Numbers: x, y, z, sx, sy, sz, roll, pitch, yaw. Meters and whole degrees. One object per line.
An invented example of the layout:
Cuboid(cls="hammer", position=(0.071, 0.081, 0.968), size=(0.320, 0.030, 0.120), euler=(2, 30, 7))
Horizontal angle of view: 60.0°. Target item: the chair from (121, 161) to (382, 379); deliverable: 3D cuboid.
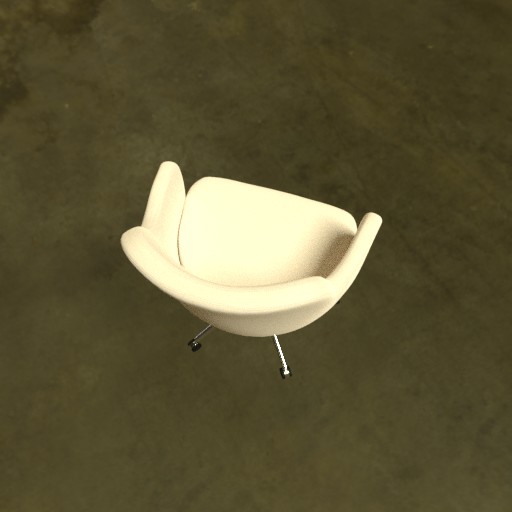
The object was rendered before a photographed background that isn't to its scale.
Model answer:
Cuboid(cls="chair", position=(0.000, 0.000, 1.261), size=(0.602, 0.819, 0.647), euler=(16, 63, 8))
